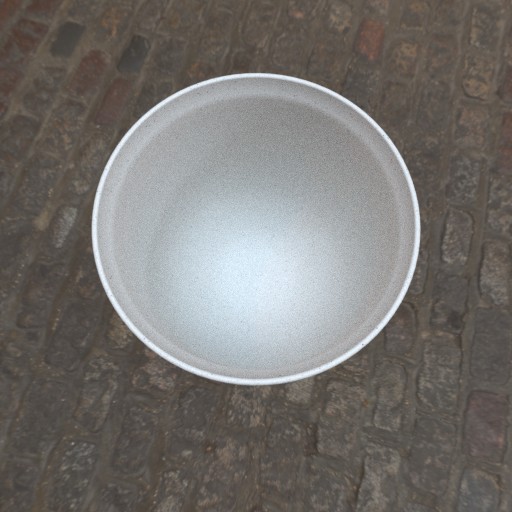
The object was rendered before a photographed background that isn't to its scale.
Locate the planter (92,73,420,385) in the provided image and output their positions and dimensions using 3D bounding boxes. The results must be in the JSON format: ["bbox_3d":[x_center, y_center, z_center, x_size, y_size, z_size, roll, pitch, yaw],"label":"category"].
[{"bbox_3d":[0.000,0.000,0.488,0.268,0.270,0.268,0,76,0],"label":"planter"}]
